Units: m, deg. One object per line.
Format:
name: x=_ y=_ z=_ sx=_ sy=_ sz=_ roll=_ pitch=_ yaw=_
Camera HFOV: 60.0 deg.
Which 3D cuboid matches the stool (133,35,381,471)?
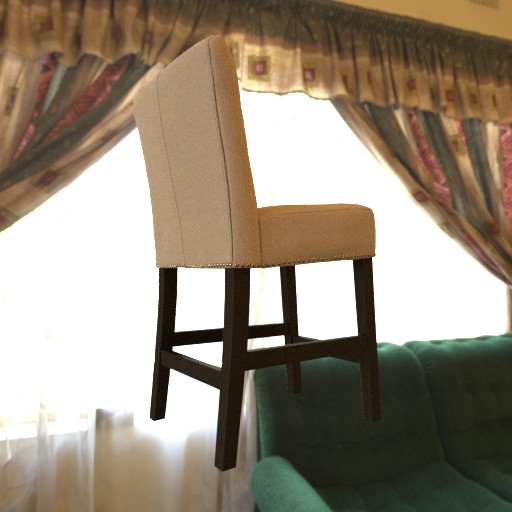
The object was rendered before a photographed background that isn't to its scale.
stool: x=0.000 y=0.000 z=1.188 sx=0.571 sy=0.885 sz=0.427 roll=1 pitch=-2 yaw=-36
